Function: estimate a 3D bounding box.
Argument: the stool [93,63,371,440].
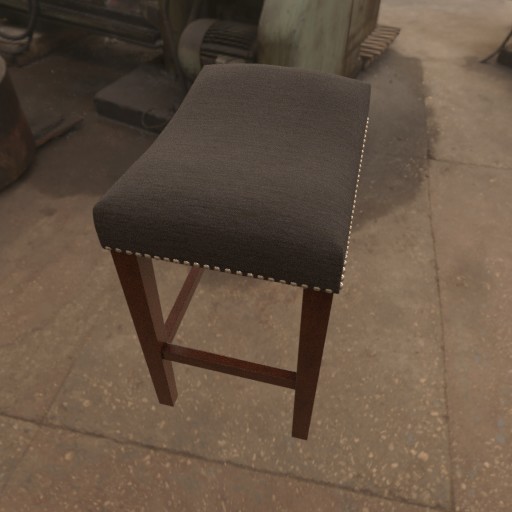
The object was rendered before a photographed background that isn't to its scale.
[{"bbox_3d":[0.000,0.000,0.973,0.372,0.654,0.504,10,47,10],"label":"stool"}]
